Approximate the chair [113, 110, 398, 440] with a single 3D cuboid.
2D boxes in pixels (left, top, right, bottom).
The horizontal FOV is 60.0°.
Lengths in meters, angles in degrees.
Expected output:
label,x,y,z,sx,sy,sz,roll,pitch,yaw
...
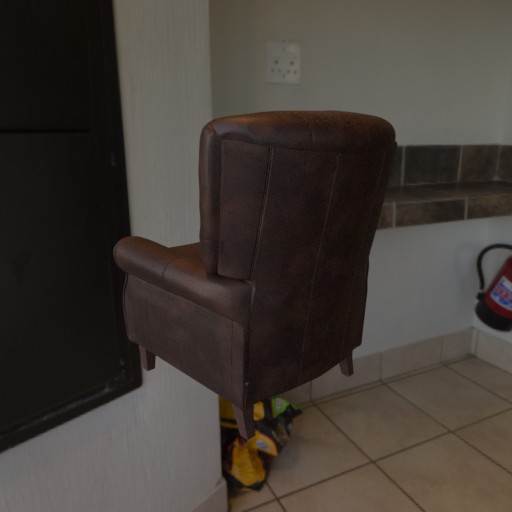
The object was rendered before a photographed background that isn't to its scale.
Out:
label,x,y,z,sx,sy,sz,roll,pitch,yaw
chair,0.000,0.000,1.909,0.948,1.158,1.058,-14,20,-42
